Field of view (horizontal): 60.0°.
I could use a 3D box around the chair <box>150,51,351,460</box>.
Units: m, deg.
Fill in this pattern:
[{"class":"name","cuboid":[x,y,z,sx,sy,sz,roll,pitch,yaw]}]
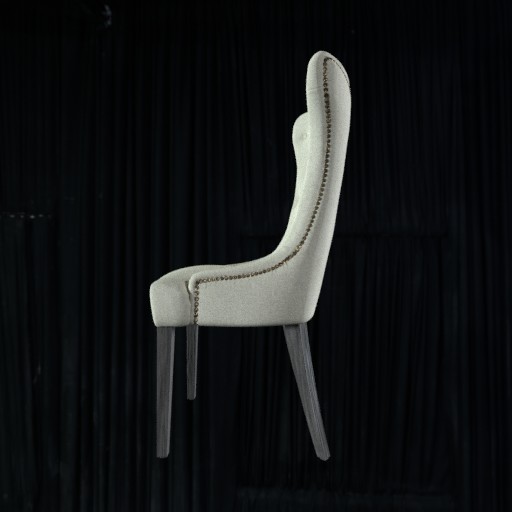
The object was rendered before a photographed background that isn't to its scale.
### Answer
[{"class":"chair","cuboid":[0.000,0.000,1.413,0.590,1.065,0.584,0,0,1]}]
